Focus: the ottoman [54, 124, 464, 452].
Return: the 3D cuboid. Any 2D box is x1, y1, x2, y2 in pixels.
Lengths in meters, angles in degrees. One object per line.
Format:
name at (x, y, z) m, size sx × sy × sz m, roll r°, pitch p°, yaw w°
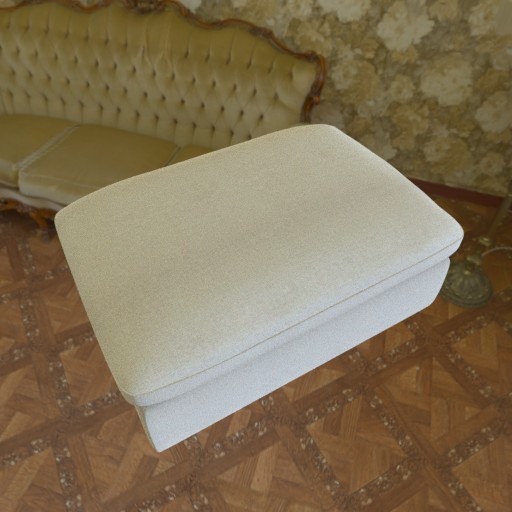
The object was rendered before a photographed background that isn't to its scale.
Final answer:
ottoman at (0.000, 0.000, 1.334) m, size 0.984 × 0.453 × 0.686 m, roll -23°, pitch 51°, yaw -20°
